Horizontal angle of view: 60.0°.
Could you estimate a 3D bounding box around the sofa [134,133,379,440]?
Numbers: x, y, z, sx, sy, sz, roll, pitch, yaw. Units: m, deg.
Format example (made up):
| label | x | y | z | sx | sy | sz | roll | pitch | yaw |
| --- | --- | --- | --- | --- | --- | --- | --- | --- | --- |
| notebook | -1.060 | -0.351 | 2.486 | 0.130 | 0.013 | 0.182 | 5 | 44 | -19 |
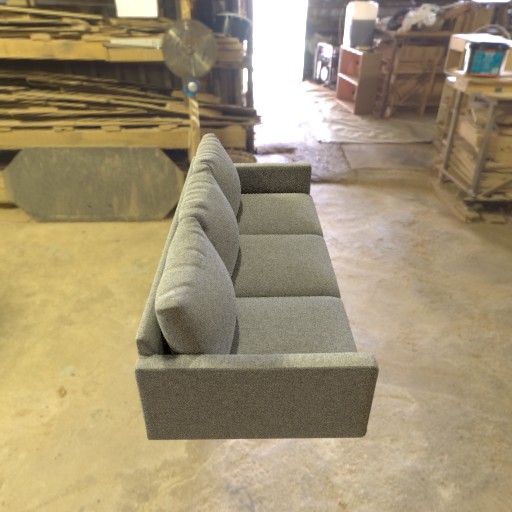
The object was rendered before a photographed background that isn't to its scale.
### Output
| label | x | y | z | sx | sy | sz | roll | pitch | yaw |
| --- | --- | --- | --- | --- | --- | --- | --- | --- | --- |
| sofa | 0.000 | 0.000 | 2.414 | 0.850 | 0.830 | 2.000 | 0 | 32 | -1 |
